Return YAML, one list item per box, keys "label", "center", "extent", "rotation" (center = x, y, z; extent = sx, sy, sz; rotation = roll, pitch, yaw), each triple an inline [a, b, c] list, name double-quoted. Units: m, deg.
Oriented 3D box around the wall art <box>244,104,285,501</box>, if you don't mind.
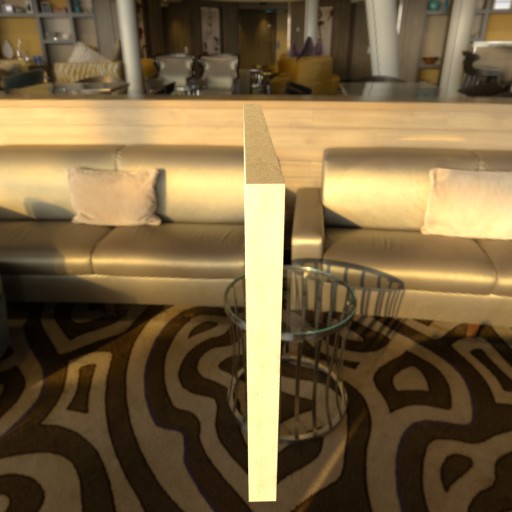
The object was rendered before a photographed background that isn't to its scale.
- label: "wall art"
  center: [0.000, 0.000, 0.675]
  extent: [0.032, 0.380, 0.532]
  rotation: [-1, 25, -1]
